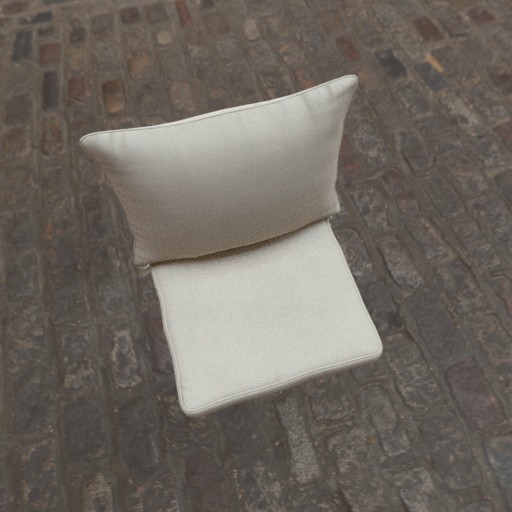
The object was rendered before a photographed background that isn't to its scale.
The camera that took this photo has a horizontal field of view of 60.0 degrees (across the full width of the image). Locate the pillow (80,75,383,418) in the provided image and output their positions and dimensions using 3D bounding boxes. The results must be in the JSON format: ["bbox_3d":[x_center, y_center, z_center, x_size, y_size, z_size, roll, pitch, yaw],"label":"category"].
[{"bbox_3d":[0.000,0.000,1.363,0.798,0.716,0.733,-15,65,-7],"label":"pillow"}]
